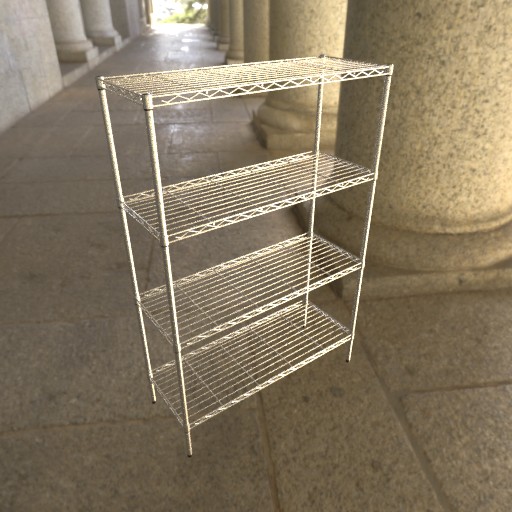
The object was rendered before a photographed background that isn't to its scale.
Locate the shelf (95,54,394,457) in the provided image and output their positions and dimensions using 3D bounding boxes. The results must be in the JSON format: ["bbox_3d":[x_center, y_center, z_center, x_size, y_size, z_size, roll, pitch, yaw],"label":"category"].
[{"bbox_3d":[0.000,0.000,1.735,0.907,1.360,0.352,-20,36,-30],"label":"shelf"}]
